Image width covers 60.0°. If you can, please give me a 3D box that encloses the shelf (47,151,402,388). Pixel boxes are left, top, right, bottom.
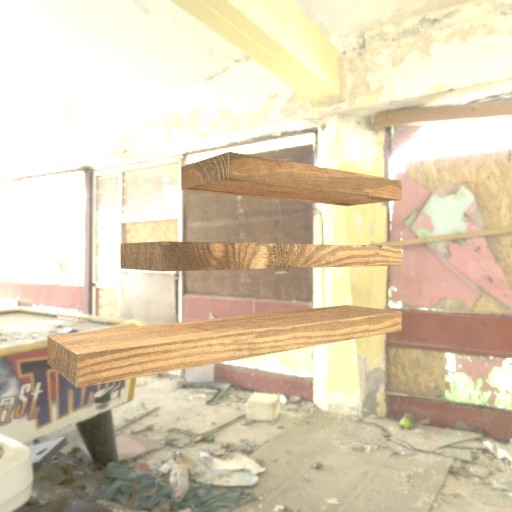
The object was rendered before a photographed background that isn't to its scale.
[{"bbox_3d":[0.000,0.000,0.733,0.610,0.293,0.140,0,0,-37],"label":"shelf"}]
